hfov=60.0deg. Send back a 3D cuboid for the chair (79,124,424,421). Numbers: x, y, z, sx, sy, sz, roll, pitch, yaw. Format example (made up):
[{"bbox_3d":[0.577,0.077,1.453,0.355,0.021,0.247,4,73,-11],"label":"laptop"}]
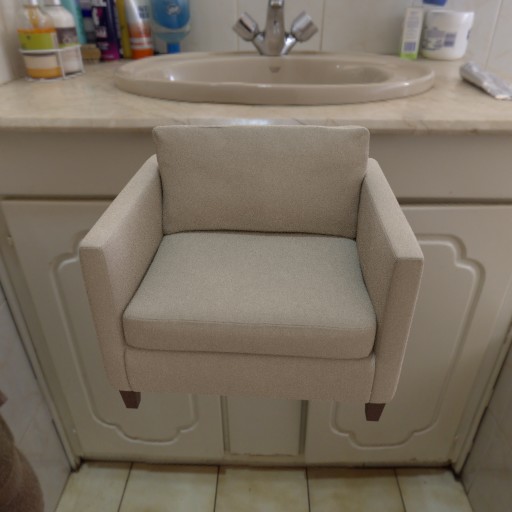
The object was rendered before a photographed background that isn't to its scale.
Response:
[{"bbox_3d":[0.000,0.000,1.866,1.107,0.961,0.959,2,31,3],"label":"chair"}]
